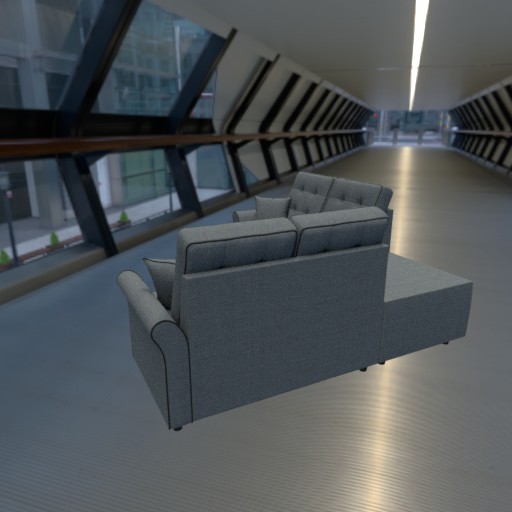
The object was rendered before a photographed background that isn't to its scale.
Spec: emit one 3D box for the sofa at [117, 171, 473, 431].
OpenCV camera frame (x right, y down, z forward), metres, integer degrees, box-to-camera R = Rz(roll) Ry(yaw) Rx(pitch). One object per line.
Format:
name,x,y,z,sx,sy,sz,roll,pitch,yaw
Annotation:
sofa,0.000,0.000,3.229,2.070,0.988,2.068,-9,19,-26
